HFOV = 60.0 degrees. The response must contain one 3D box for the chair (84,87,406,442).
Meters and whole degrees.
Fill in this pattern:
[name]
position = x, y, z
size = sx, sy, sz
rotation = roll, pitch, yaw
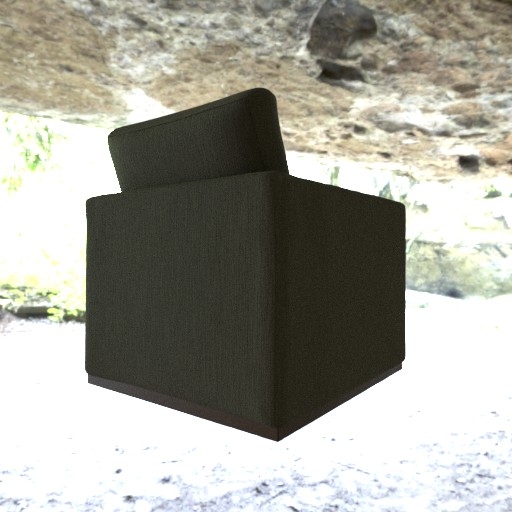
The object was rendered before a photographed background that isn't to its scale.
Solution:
[chair]
position = 0.000, 0.000, 1.498
size = 0.763, 0.811, 0.834
rotation = 0, 0, 37
